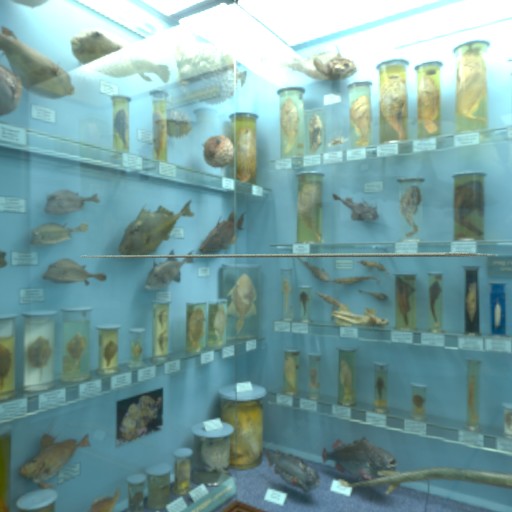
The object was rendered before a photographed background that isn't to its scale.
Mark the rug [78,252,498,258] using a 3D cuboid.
[{"bbox_3d":[0.000,0.000,2.625,2.449,0.011,0.774,0,-1,35],"label":"rug"}]
